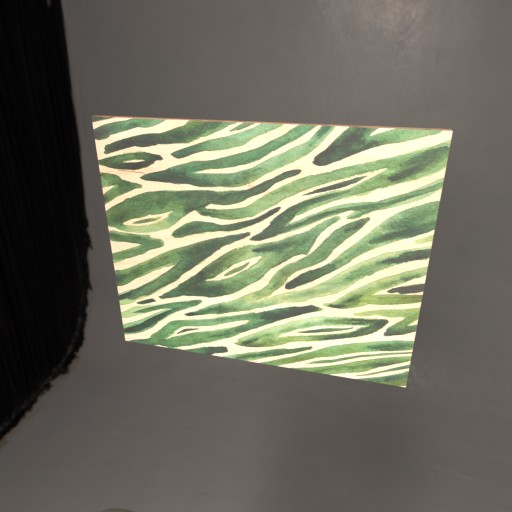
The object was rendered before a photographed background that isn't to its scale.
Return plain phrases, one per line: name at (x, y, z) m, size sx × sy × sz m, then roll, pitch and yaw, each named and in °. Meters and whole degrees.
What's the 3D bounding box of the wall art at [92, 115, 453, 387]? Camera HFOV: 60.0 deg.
wall art at (0.000, 0.000, 0.699) m, size 0.508 × 0.408 × 0.012 m, roll 6°, pitch 26°, yaw 13°
